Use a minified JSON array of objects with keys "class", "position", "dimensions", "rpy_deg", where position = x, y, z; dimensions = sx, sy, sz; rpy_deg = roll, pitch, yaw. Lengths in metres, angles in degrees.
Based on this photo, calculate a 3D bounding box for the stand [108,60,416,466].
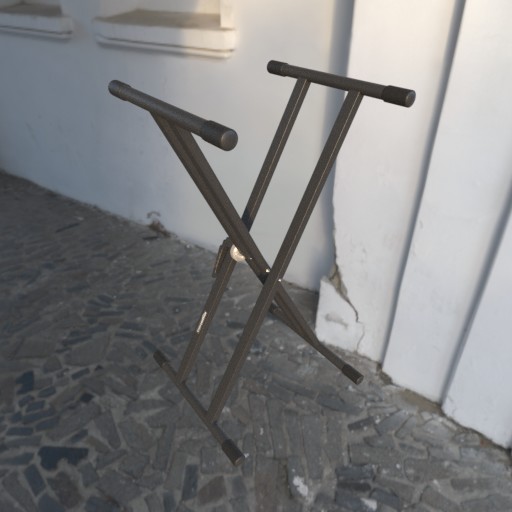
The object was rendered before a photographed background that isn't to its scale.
[{"class":"stand","position":[0.000,0.000,1.224],"dimensions":[0.503,0.900,0.495],"rpy_deg":[-22,38,-30]}]
